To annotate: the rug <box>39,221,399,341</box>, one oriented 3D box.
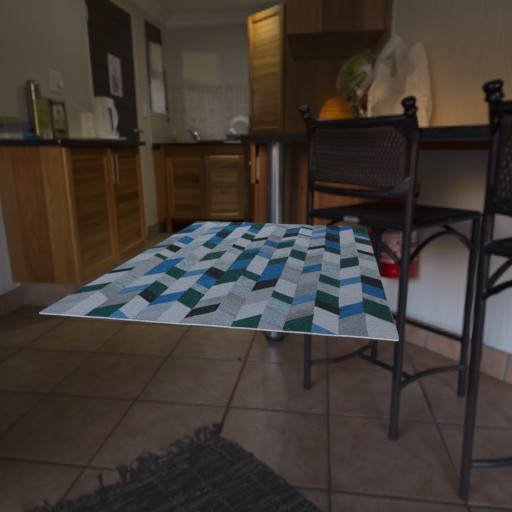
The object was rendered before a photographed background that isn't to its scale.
[{"bbox_3d":[0.000,0.000,2.326,1.229,0.005,1.827,3,15,10],"label":"rug"}]
